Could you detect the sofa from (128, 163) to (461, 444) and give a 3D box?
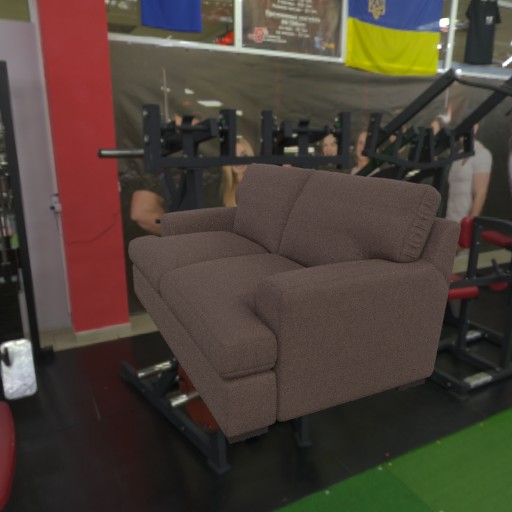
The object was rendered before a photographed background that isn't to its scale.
[{"bbox_3d":[0.000,0.000,2.538,1.140,0.950,1.869,-7,17,-25],"label":"sofa"}]
